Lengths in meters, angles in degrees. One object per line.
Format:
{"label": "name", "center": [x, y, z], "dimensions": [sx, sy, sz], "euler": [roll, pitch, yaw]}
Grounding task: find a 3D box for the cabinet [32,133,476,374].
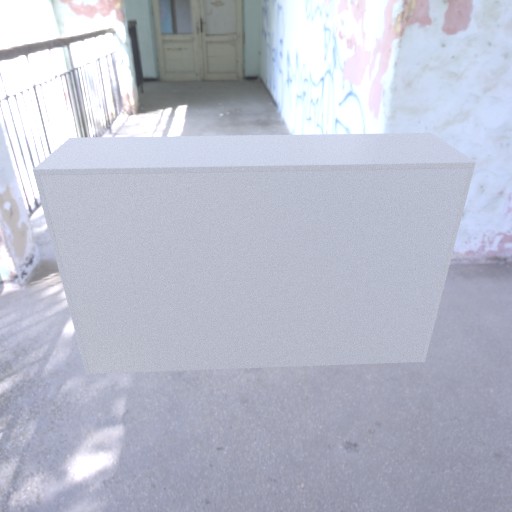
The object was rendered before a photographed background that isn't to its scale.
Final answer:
{"label": "cabinet", "center": [0.000, 0.000, 1.837], "dimensions": [1.450, 0.900, 0.380], "euler": [-1, 30, -2]}
